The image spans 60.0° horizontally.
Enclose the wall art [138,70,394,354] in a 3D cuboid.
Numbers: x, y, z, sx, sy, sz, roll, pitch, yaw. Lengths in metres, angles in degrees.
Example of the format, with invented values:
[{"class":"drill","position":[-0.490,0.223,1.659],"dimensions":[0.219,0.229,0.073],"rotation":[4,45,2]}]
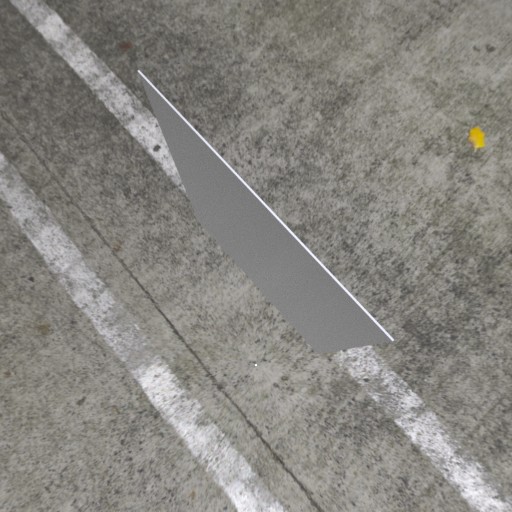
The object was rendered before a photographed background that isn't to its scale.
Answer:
[{"class":"wall art","position":[0.000,0.000,0.826],"dimensions":[0.003,0.609,0.457],"rotation":[-41,80,-9]}]
